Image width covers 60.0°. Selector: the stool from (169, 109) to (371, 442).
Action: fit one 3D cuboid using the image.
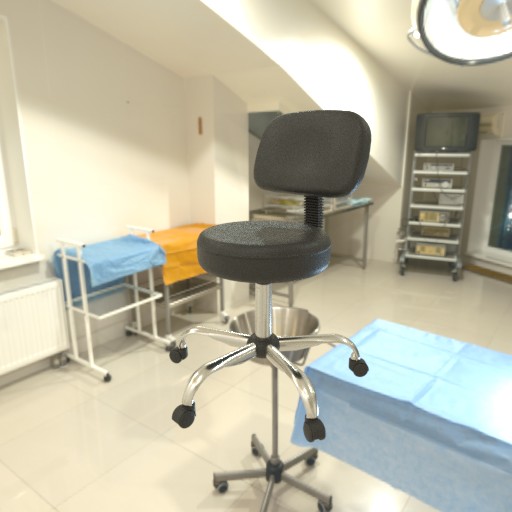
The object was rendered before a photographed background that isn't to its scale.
[{"bbox_3d":[0.000,0.000,1.340,0.673,0.862,0.648,14,20,42],"label":"stool"}]
